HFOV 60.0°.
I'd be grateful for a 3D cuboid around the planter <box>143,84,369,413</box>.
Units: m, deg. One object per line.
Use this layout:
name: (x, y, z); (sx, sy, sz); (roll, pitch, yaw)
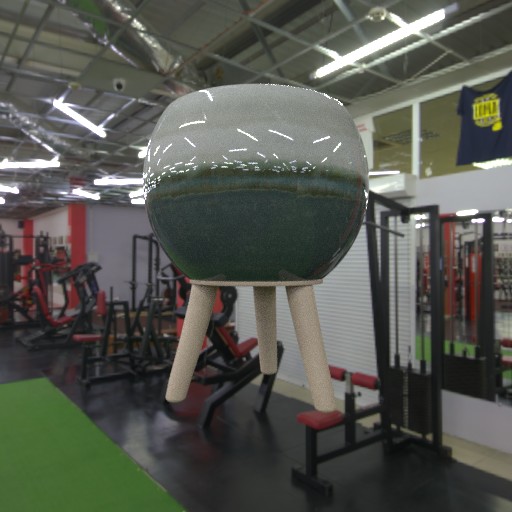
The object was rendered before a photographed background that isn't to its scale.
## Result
planter: (0.000, 0.000, 0.447); (0.222, 0.278, 0.222); (0, -1, 0)
